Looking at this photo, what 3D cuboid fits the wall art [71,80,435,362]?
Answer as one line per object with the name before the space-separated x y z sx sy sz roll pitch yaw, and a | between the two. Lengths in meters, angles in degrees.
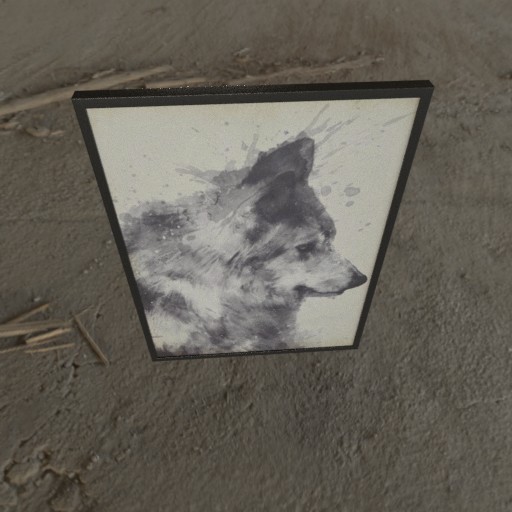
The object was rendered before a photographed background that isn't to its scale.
wall art | 0.000 0.000 1.367 0.804 1.061 0.039 -3 45 -3
